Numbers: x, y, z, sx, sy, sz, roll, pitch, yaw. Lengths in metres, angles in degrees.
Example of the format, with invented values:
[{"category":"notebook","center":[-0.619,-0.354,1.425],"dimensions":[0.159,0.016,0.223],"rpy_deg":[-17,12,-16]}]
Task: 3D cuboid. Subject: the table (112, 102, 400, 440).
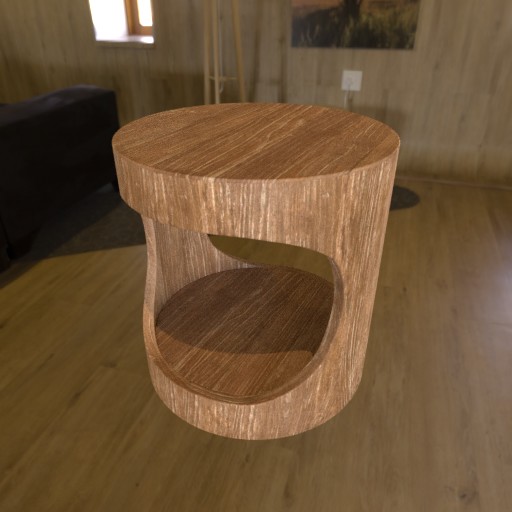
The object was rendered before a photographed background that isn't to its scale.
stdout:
[{"category":"table","center":[0.000,0.000,0.980],"dimensions":[0.527,0.551,0.527],"rpy_deg":[0,30,0]}]
